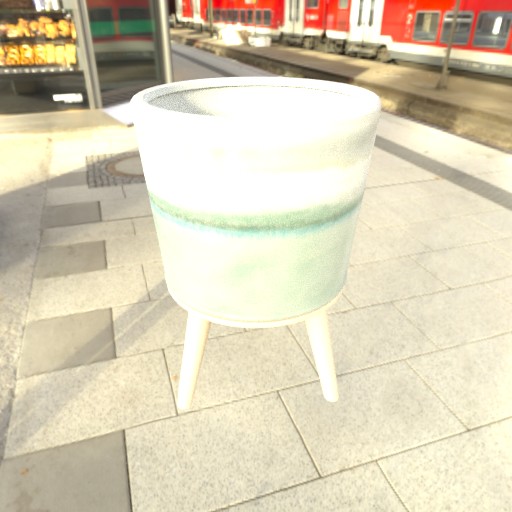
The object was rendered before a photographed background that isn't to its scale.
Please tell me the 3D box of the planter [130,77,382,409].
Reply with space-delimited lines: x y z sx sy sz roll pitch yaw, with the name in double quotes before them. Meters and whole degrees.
"planter" 0.000 0.000 0.577 0.265 0.404 0.265 -11 31 -18
